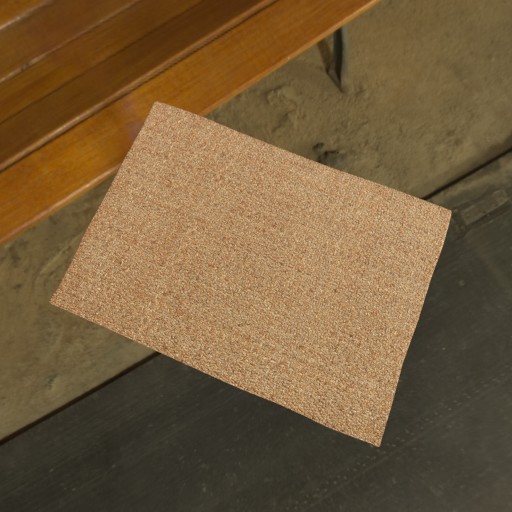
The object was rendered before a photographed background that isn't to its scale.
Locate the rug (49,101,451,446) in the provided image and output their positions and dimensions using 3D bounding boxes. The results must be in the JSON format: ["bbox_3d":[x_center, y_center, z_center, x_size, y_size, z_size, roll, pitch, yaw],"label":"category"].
[{"bbox_3d":[0.000,0.000,2.789,2.141,0.013,1.566,21,76,6],"label":"rug"}]
